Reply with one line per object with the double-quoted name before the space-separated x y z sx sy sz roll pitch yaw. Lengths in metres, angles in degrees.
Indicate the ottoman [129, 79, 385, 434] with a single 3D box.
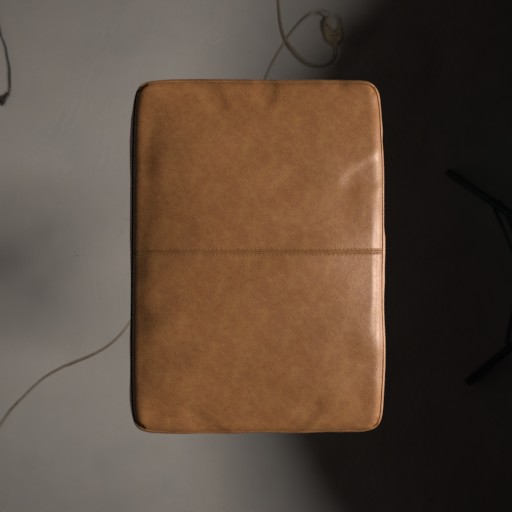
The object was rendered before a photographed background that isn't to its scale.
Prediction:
"ottoman" 0.000 0.000 1.222 0.630 0.461 0.869 0 89 -1
